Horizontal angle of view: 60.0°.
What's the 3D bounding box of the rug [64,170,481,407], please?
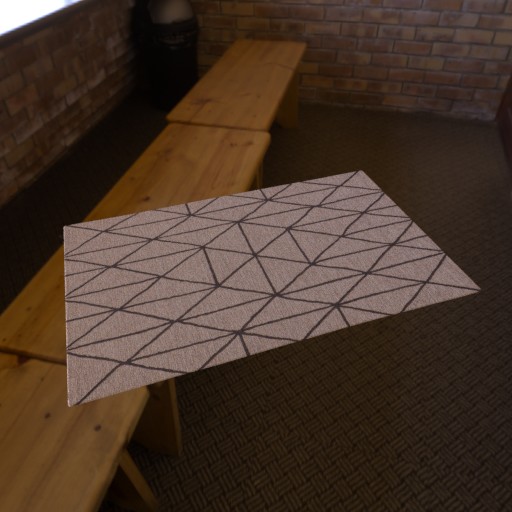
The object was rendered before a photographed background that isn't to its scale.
[{"bbox_3d":[0.000,0.000,3.014,2.465,0.008,1.526,-13,43,-14],"label":"rug"}]
